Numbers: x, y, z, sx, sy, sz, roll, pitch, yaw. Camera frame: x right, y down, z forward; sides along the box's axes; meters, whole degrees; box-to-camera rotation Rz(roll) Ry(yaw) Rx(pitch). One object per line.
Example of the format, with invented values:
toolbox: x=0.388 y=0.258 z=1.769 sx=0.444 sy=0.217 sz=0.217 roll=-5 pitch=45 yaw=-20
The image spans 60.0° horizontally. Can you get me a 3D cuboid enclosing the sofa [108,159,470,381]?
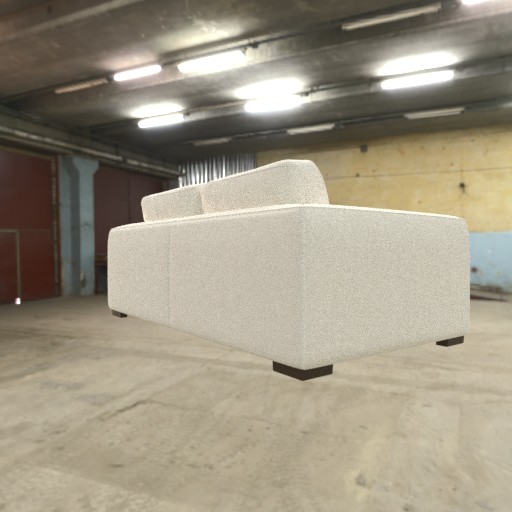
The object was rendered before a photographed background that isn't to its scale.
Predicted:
sofa: x=0.000 y=0.000 z=2.476 sx=1.069 sy=0.801 sz=1.920 roll=-1 pitch=1 yaw=-37
